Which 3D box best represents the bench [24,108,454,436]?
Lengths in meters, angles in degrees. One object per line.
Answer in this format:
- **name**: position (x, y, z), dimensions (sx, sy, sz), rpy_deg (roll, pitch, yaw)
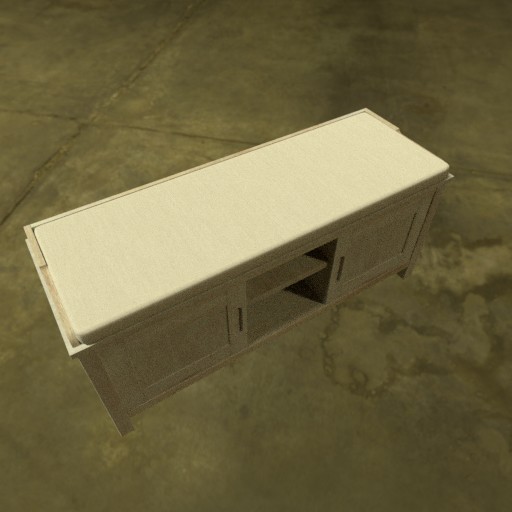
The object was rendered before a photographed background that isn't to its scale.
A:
- **bench**: position (0.000, 0.000, 1.370), dimensions (1.140, 0.501, 0.398), rpy_deg (-24, 51, -21)
